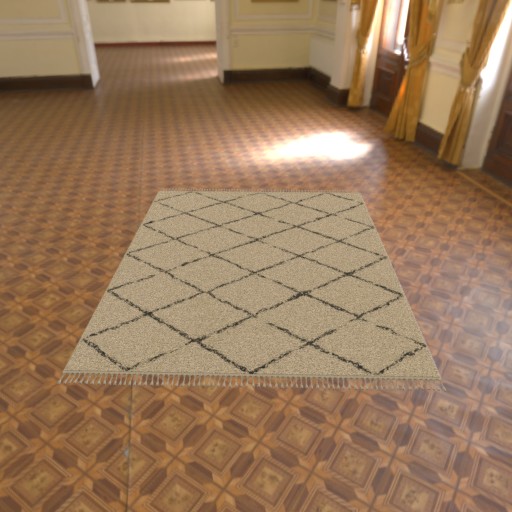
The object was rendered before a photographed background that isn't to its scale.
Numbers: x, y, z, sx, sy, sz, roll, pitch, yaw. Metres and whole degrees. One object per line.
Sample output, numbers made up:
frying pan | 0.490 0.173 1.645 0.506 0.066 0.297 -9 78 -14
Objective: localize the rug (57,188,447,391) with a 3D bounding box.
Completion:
rug | 0.000 0.000 3.998 2.380 0.013 3.051 1 32 1
